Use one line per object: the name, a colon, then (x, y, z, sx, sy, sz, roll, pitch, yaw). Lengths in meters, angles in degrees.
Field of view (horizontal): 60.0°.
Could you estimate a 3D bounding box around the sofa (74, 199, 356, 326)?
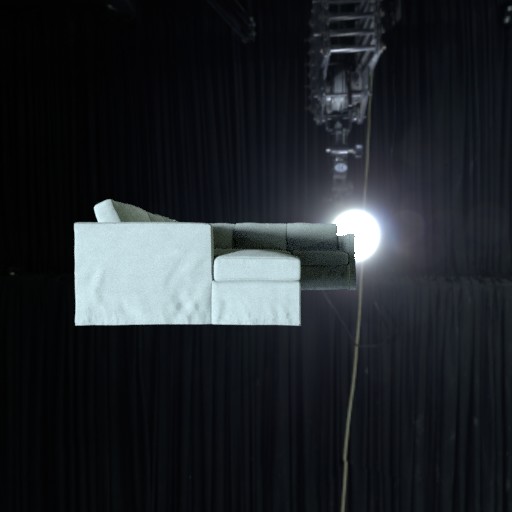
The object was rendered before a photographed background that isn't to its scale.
sofa: (0.000, 0.000, 4.636, 2.440, 0.869, 3.434, 0, 1, 0)
